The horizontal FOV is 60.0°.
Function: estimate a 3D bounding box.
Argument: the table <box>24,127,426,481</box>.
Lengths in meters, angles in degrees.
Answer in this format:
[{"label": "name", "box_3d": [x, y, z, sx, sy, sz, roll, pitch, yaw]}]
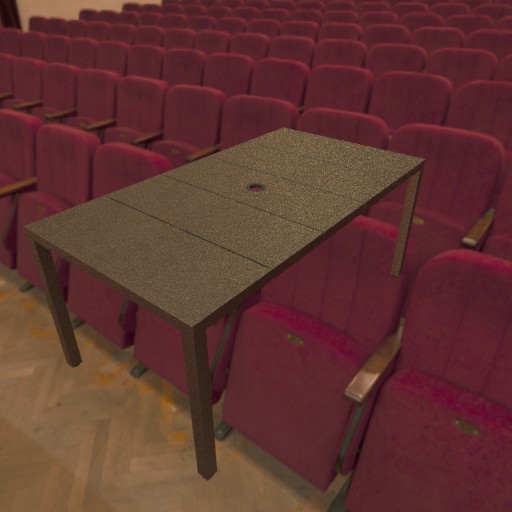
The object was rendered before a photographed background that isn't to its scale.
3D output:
[{"label": "table", "box_3d": [0.000, 0.000, 2.186, 0.914, 0.735, 1.680, 23, 39, 32]}]
